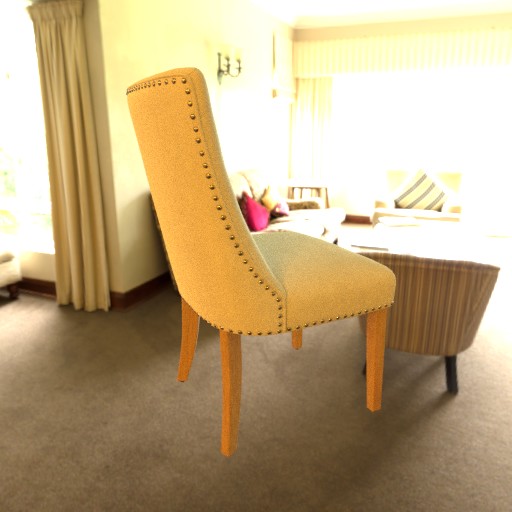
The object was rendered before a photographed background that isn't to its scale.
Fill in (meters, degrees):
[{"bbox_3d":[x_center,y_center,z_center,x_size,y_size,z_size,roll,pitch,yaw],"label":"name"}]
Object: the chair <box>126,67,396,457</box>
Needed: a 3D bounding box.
[{"bbox_3d":[0.000,0.000,1.232,0.610,0.902,0.495,-8,18,-26],"label":"chair"}]
